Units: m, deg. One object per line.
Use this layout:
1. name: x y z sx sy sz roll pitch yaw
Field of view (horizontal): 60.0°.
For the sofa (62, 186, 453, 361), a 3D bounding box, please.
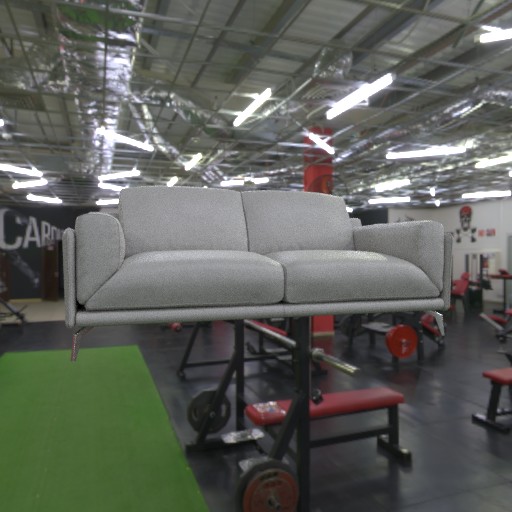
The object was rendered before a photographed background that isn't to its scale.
1. sofa: 0.000 0.000 2.738 2.101 0.930 1.049 0 1 -17
